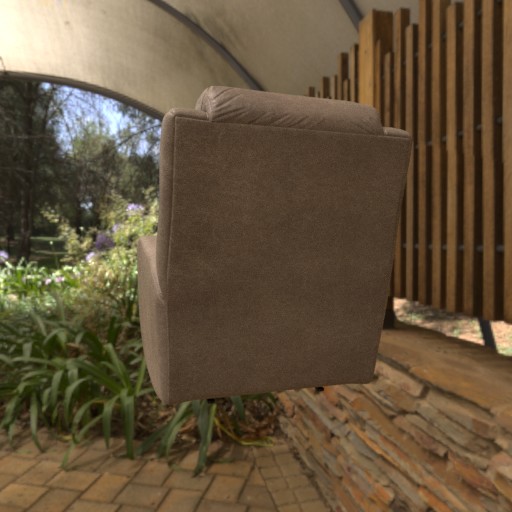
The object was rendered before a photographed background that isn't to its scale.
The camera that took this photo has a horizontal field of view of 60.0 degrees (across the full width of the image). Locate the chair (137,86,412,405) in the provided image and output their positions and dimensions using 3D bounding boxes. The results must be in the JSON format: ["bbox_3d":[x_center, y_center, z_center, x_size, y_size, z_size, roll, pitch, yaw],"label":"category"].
[{"bbox_3d":[0.000,0.000,1.937,0.967,1.116,1.068,0,1,-18],"label":"chair"}]
